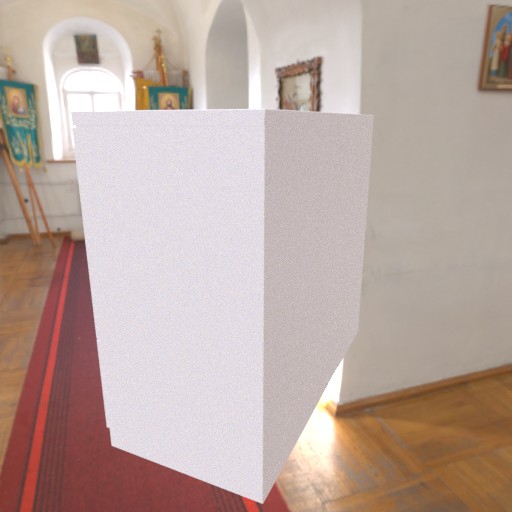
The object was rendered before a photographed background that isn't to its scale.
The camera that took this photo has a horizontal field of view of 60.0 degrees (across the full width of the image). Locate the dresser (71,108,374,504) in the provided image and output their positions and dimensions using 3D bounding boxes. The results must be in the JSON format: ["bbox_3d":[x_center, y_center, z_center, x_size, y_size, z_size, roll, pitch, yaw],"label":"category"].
[{"bbox_3d":[0.000,0.000,1.210,0.420,0.740,0.830,8,19,24],"label":"dresser"}]
